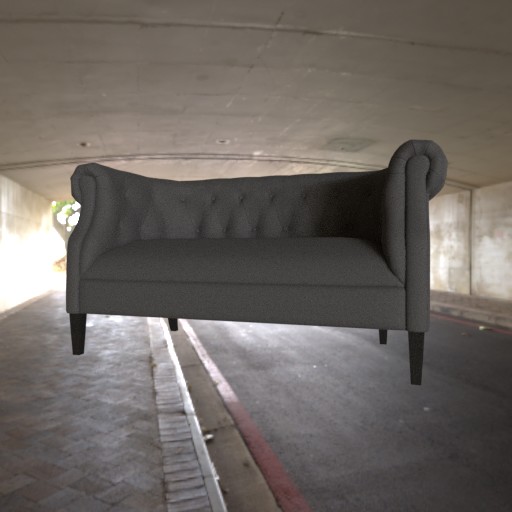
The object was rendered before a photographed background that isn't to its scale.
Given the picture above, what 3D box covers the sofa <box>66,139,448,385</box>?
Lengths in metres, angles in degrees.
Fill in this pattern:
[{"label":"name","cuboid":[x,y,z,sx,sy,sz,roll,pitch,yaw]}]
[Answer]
[{"label":"sofa","cuboid":[0.000,0.000,2.007,1.558,0.827,0.835,0,1,18]}]
